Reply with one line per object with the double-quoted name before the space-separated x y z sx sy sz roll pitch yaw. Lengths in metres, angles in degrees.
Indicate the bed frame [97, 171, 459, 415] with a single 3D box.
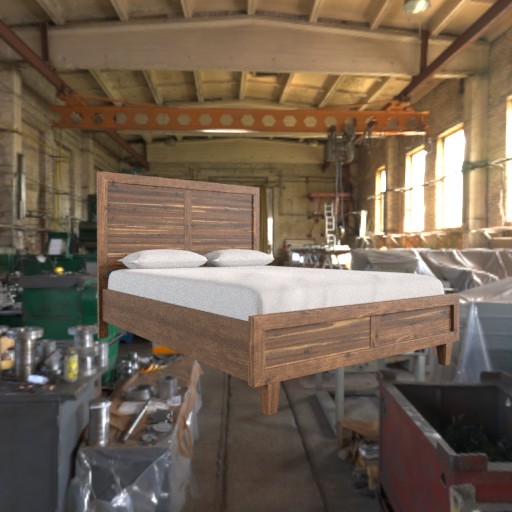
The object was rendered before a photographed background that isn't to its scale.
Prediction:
"bed frame" 0.000 0.000 3.367 1.696 1.417 2.276 -1 1 -36
